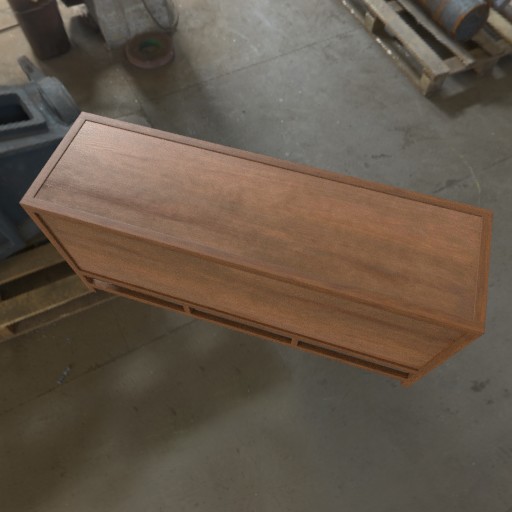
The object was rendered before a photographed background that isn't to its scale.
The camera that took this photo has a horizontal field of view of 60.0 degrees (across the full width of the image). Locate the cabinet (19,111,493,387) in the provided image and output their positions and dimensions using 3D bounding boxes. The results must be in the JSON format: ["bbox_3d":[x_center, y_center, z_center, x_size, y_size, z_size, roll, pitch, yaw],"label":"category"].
[{"bbox_3d":[0.000,0.000,2.028,1.708,0.820,0.522,15,63,8],"label":"cabinet"}]
